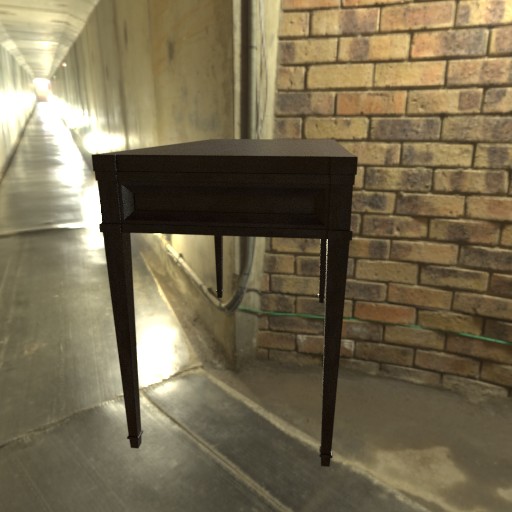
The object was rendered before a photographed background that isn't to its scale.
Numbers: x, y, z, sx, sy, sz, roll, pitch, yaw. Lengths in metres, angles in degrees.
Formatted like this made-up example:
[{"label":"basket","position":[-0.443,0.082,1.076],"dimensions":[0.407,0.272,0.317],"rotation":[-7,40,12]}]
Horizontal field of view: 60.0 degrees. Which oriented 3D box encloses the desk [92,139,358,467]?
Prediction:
[{"label":"desk","position":[0.000,0.000,1.761],"dimensions":[0.630,0.861,1.289],"rotation":[2,17,7]}]
